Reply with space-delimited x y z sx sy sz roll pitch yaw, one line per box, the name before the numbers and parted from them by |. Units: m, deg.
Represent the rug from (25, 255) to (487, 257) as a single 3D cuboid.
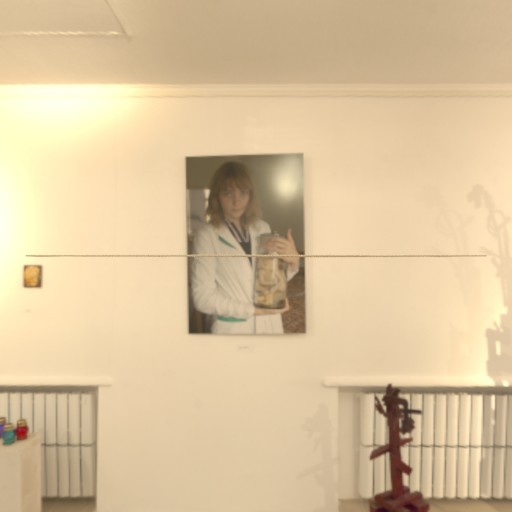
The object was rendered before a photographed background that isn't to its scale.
rug | 0.000 0.000 2.727 2.442 0.016 0.770 0 0 0
